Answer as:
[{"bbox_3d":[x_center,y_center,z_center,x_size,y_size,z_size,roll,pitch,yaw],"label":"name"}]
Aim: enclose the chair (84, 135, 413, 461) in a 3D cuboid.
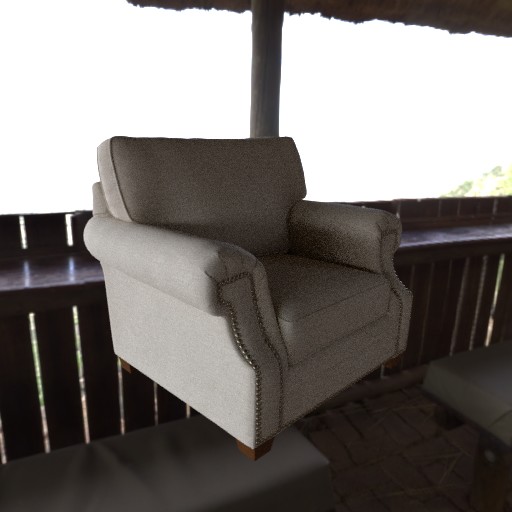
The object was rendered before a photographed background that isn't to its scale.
[{"bbox_3d":[0.000,0.000,1.823,1.092,0.961,0.965,-14,20,-43],"label":"chair"}]
